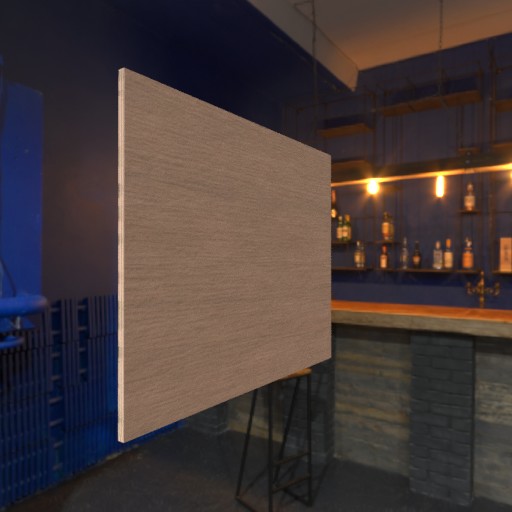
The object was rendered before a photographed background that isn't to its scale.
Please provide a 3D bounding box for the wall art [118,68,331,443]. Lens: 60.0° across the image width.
[{"bbox_3d":[0.000,0.000,0.691,0.010,0.408,0.508,0,0,36],"label":"wall art"}]
